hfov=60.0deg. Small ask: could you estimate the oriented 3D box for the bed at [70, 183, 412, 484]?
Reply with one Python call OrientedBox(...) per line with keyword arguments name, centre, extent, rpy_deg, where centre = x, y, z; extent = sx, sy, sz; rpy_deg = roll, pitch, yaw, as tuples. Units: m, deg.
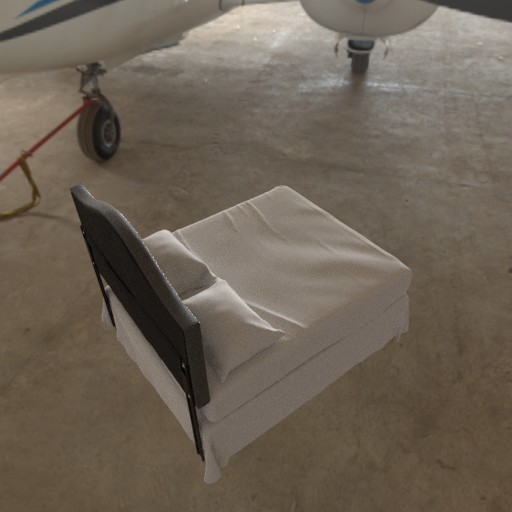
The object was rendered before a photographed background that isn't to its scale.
OrientedBox(name="bed", centre=(0.000, 0.000, 3.486), extent=(2.221, 1.645, 1.876), rpy_deg=(-27, 48, -27))
